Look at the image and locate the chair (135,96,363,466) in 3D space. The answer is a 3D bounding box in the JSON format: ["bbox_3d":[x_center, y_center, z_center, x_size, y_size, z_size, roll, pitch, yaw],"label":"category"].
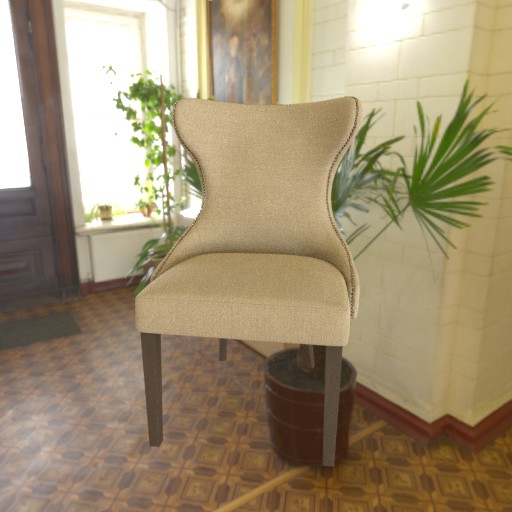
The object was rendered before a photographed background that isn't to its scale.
[{"bbox_3d":[0.000,0.000,1.376,0.628,0.967,0.635,2,15,9],"label":"chair"}]
